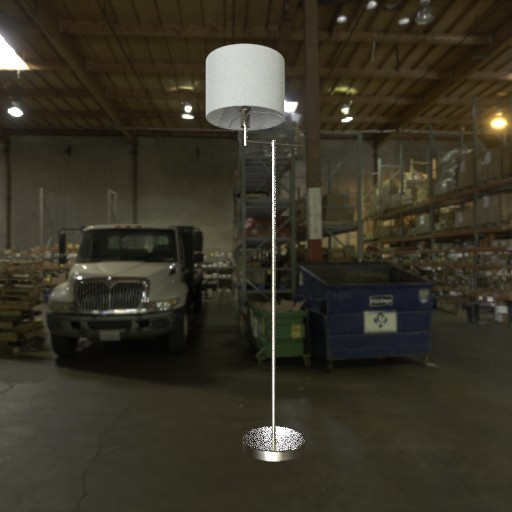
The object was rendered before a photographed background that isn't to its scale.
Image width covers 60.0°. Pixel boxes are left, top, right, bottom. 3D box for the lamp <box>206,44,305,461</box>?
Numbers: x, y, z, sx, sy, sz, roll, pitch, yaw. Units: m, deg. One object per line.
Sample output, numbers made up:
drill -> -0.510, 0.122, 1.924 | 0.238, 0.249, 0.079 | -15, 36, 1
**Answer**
lamp -> 0.000, 0.000, 1.840 | 0.416, 1.600, 0.324 | 0, 0, -17
